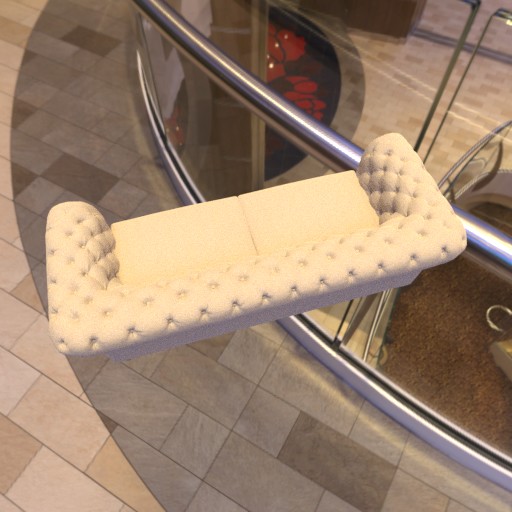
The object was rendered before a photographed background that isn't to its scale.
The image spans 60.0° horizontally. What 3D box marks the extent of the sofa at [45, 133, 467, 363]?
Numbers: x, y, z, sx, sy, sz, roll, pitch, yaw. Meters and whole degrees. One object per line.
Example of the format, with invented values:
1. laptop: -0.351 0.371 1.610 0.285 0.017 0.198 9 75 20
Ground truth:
1. sofa: 0.000 0.000 3.169 2.694 0.847 1.076 -14 59 -8
